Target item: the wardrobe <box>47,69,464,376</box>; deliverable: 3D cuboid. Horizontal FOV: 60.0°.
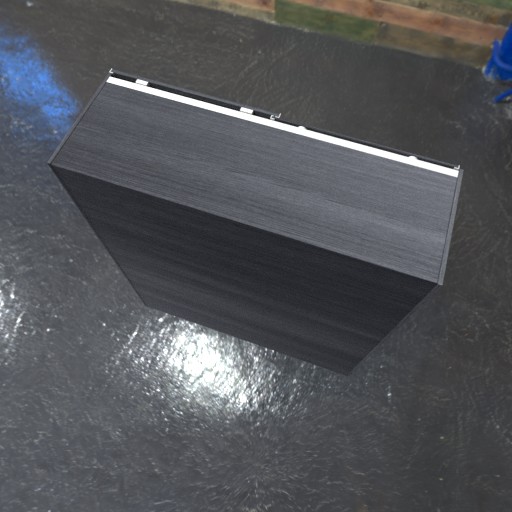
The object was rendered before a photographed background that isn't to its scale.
[{"bbox_3d":[0.000,0.000,2.879,1.780,1.960,0.629,18,66,8],"label":"wardrobe"}]
